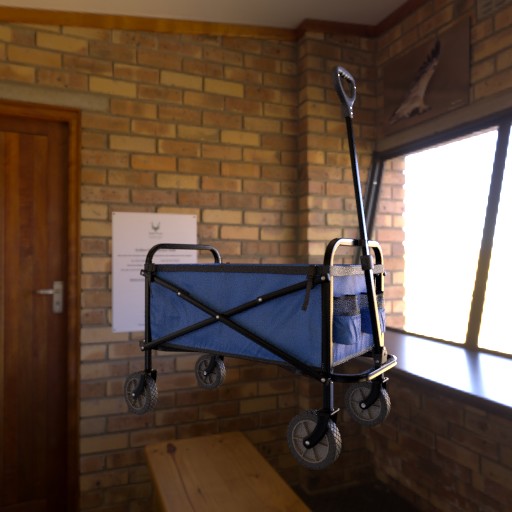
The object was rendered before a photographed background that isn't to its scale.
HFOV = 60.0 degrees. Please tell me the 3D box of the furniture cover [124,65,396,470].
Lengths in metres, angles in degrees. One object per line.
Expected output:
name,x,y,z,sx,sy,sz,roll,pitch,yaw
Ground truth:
furniture cover,0.000,0.000,1.749,1.038,1.295,0.532,0,0,36
